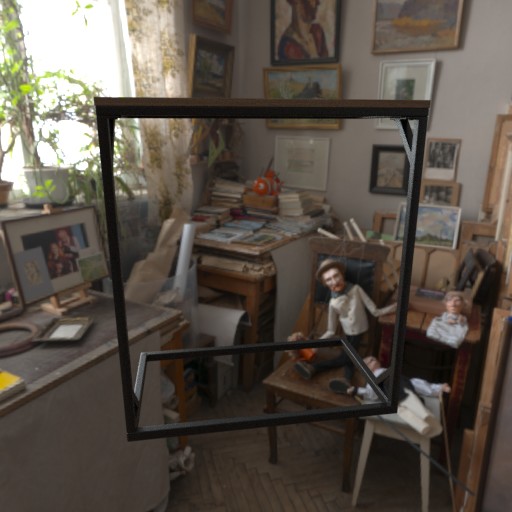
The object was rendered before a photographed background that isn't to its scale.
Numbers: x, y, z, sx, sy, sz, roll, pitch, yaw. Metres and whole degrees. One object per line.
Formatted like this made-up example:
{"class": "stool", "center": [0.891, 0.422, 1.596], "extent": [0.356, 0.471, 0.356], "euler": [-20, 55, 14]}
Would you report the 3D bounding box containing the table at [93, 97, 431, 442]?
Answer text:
{"class": "table", "center": [0.000, 0.000, 1.033], "extent": [0.597, 0.673, 0.351], "euler": [-3, 17, -9]}
